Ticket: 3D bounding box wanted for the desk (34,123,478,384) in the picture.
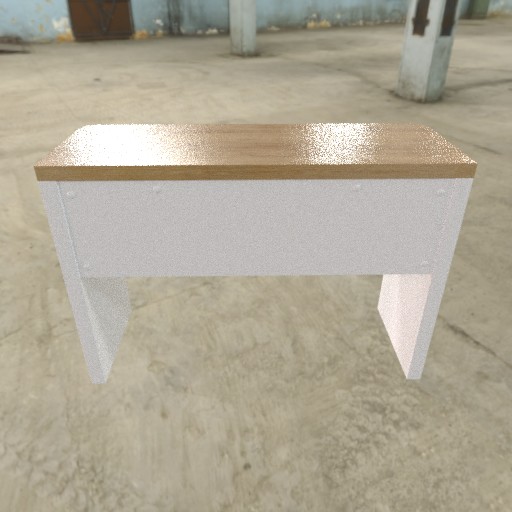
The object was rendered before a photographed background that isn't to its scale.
[{"bbox_3d":[0.000,0.000,1.460,1.100,0.760,0.390,-1,31,-1],"label":"desk"}]
